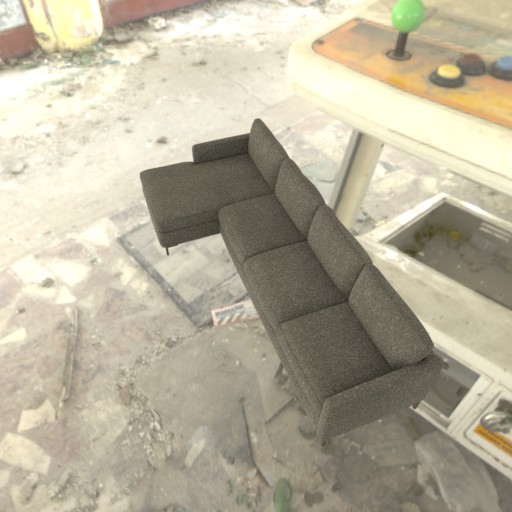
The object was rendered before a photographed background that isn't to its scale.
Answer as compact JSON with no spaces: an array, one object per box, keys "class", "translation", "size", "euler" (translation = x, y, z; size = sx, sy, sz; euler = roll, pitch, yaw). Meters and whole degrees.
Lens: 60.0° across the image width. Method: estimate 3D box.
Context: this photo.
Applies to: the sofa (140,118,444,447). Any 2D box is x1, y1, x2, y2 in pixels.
[{"class":"sofa","translation":[0.000,0.000,3.575],"size":[1.350,0.810,2.932],"euler":[-16,49,-15]}]
